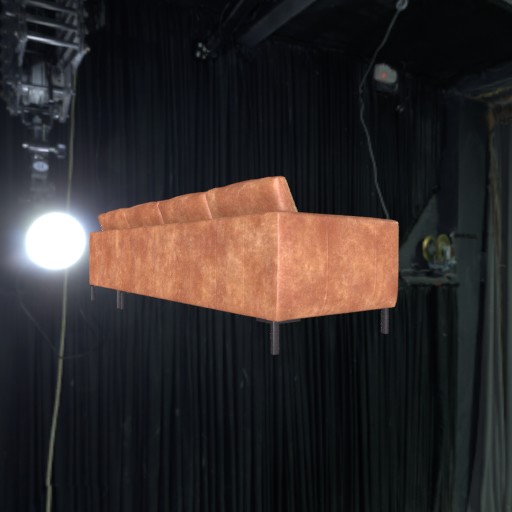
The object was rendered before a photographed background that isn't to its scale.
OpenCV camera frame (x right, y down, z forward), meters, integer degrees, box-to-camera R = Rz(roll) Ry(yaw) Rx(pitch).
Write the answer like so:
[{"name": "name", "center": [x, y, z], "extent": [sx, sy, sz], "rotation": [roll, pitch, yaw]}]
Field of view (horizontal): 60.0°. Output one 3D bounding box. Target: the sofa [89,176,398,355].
[{"name": "sofa", "center": [0.000, 0.000, 3.738], "extent": [1.938, 0.877, 2.984], "rotation": [0, 1, -36]}]
